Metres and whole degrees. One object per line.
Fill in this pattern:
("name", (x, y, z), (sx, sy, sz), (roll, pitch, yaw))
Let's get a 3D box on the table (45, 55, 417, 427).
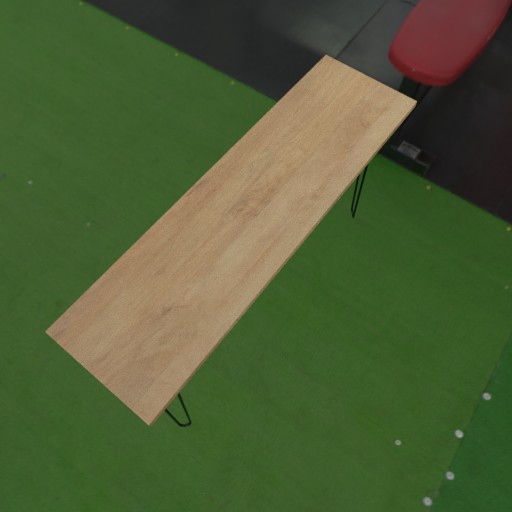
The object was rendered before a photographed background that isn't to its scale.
("table", (0.000, 0.000, 1.780), (0.399, 0.799, 1.400), (35, 69, 16))
